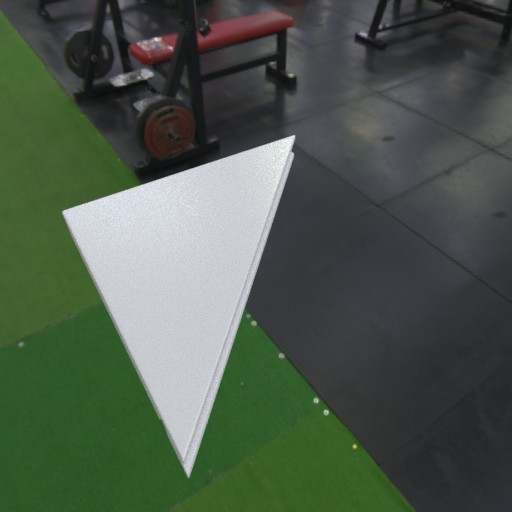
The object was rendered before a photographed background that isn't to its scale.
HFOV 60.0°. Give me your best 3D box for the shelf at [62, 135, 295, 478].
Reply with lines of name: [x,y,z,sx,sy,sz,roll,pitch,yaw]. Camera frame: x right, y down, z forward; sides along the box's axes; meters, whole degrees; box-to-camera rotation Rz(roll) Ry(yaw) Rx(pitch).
shelf: [0.000,0.000,0.441,0.296,0.035,0.296,-24,50,-21]
